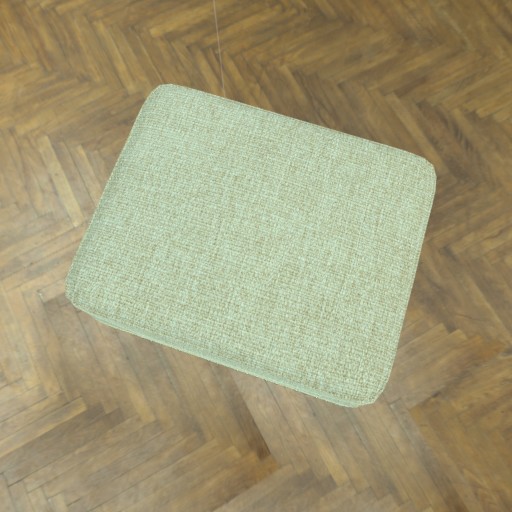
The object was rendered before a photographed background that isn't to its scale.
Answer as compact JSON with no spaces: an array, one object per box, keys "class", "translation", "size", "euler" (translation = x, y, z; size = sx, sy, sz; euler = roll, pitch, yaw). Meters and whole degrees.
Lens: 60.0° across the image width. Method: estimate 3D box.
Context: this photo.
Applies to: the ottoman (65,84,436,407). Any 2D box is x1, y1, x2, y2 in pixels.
[{"class":"ottoman","translation":[0.000,0.000,1.167],"size":[0.738,0.537,0.589],"euler":[18,76,5]}]
